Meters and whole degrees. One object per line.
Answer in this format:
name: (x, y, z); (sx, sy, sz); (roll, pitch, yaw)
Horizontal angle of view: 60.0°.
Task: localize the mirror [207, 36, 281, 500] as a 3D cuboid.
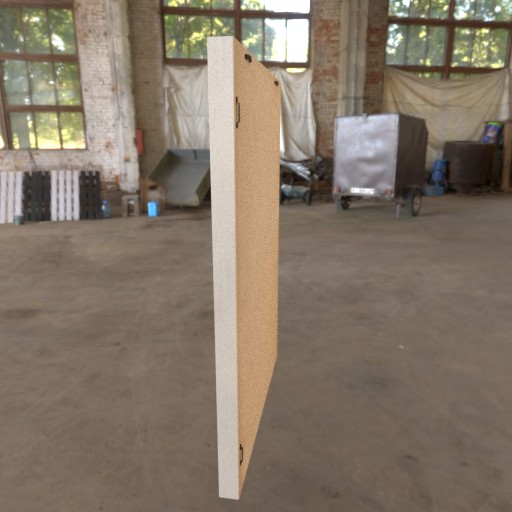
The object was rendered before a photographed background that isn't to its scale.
mirror: (0.000, 0.000, 0.893); (0.039, 0.710, 0.507); (3, 15, 9)
